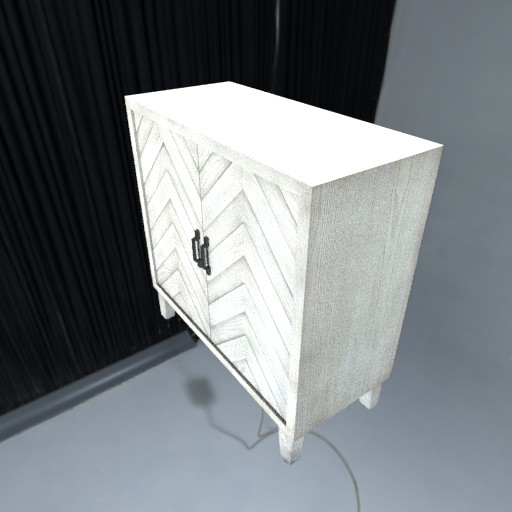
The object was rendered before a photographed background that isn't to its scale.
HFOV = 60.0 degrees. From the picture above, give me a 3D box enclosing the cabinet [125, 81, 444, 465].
[{"bbox_3d":[0.000,0.000,1.271,0.370,0.787,0.781,-21,38,-30],"label":"cabinet"}]
